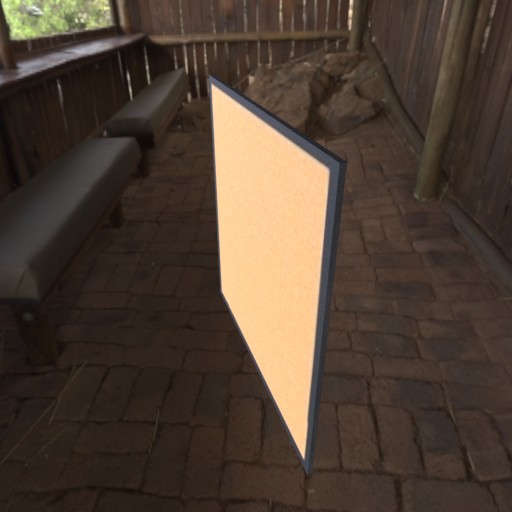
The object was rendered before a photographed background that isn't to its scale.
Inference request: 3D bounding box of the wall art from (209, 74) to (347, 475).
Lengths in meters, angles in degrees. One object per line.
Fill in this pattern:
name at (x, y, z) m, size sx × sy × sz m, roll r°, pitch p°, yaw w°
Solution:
wall art at (0.000, 0.000, 1.241) m, size 0.013 × 0.823 × 0.823 m, roll -11°, pitch 33°, yaw -16°
